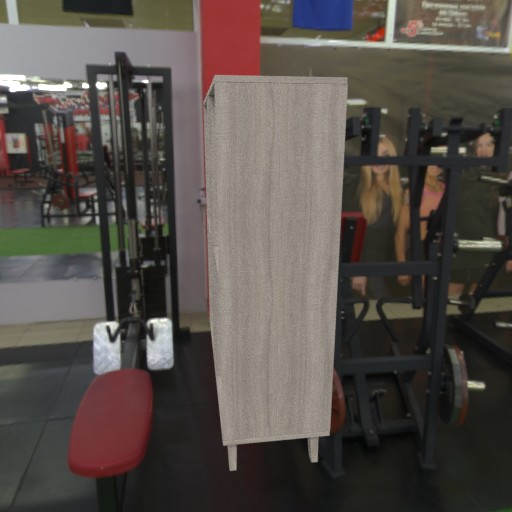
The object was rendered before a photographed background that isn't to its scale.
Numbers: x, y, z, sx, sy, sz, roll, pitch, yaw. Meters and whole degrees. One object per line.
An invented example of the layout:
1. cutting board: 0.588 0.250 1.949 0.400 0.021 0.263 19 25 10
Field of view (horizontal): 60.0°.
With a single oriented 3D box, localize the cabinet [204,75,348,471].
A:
1. cabinet: 0.000 0.000 2.008 0.398 1.388 1.111 -2 15 -8
